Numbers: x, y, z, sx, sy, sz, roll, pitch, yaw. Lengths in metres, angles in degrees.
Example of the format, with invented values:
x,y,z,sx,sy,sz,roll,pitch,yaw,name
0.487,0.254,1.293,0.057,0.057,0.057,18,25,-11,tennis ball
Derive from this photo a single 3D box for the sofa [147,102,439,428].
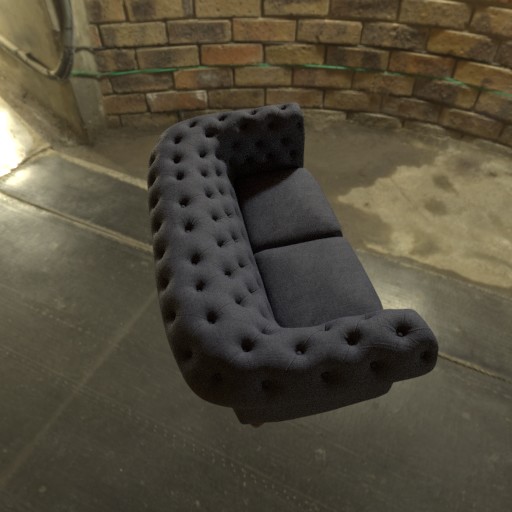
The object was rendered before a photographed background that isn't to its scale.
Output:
x,y,z,sx,sy,sz,roll,pitch,yaw,name
0.000,0.000,2.508,1.082,0.833,1.988,-10,48,-9,sofa
